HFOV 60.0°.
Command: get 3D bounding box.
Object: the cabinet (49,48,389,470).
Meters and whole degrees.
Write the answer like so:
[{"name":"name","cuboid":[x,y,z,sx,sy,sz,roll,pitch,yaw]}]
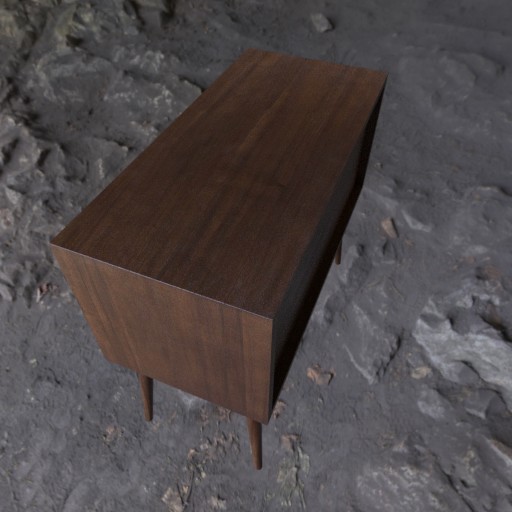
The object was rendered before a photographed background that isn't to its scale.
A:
[{"name":"cabinet","cuboid":[0.000,0.000,1.078,0.354,0.654,0.743,17,50,15]}]
